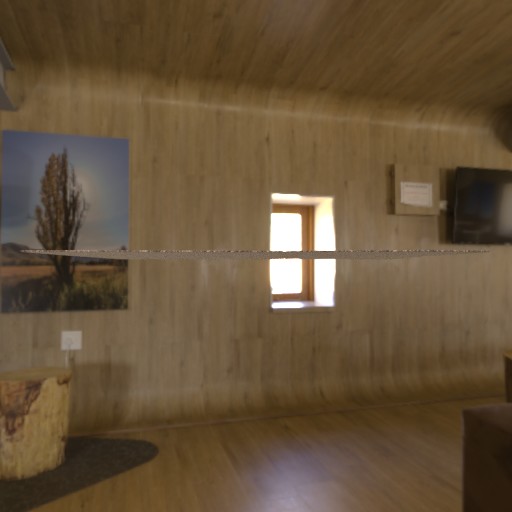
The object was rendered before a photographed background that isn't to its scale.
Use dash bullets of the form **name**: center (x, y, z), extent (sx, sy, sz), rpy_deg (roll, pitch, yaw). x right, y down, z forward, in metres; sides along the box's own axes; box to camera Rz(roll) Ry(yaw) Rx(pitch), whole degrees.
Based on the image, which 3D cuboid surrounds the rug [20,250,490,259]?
- **rug**: center (0.000, 0.000, 5.300), extent (4.093, 0.020, 2.997), rpy_deg (0, -2, 0)
